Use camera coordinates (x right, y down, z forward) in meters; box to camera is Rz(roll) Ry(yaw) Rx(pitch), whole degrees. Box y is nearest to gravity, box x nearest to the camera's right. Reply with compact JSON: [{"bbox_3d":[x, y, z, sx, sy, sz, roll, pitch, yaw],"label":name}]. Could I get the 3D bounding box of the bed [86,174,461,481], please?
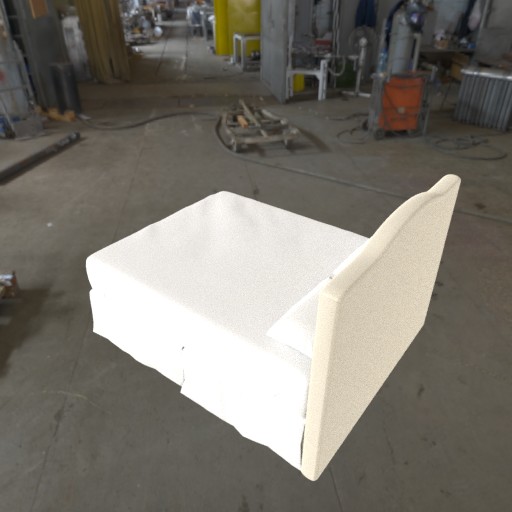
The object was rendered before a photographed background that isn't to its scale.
[{"bbox_3d":[0.000,0.000,3.296,2.196,1.449,1.741,22,39,31],"label":"bed"}]
